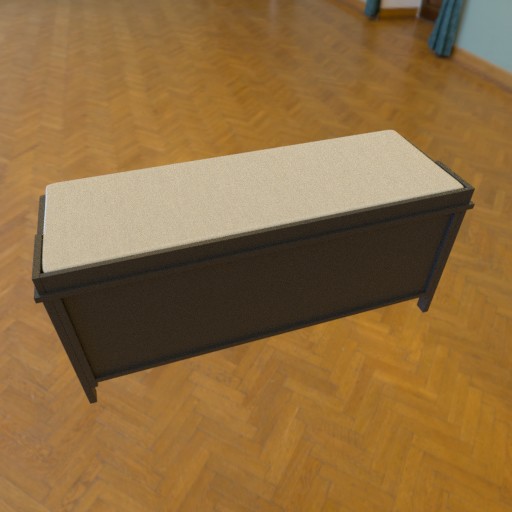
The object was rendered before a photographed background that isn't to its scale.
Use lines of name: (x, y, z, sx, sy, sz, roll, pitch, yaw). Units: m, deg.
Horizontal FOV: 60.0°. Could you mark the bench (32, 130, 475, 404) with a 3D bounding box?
bench: (0.000, 0.000, 1.364, 1.140, 0.501, 0.398, -12, 43, -13)
